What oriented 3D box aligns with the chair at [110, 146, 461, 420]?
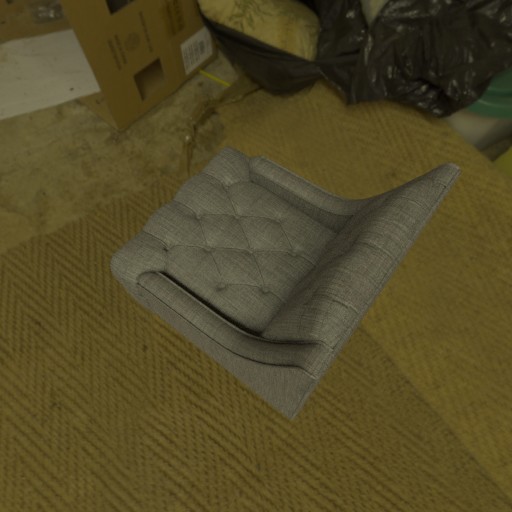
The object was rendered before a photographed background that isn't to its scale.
[{"bbox_3d":[0.000,0.000,1.438,0.771,0.891,0.655,34,68,16],"label":"chair"}]
